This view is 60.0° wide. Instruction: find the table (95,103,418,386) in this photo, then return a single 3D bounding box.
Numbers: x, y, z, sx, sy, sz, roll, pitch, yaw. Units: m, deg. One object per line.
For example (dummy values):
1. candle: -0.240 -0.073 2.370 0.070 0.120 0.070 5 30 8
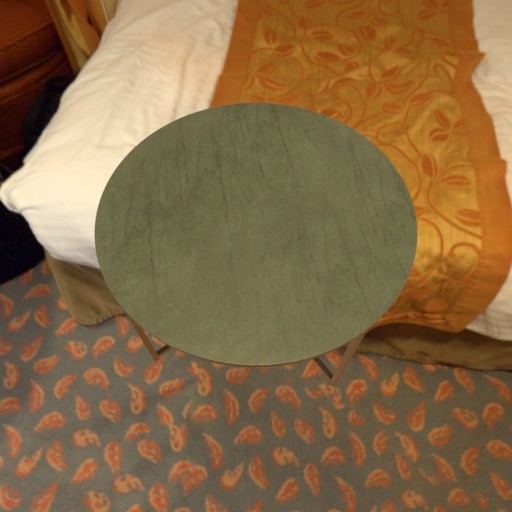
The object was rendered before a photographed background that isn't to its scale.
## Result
1. table: 0.000 0.000 1.309 0.800 0.450 0.800 0 59 0
